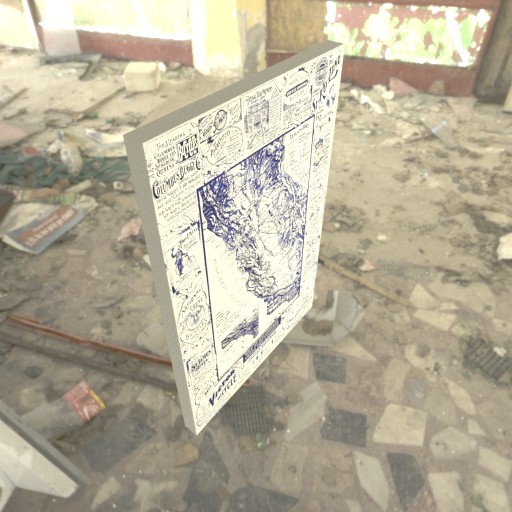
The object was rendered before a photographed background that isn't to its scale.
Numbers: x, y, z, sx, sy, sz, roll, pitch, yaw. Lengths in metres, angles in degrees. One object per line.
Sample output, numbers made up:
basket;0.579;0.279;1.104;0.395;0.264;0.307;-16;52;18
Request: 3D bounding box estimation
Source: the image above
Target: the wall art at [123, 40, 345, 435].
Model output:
wall art;0.000;0.000;0.958;0.039;0.753;0.511;27;48;27
